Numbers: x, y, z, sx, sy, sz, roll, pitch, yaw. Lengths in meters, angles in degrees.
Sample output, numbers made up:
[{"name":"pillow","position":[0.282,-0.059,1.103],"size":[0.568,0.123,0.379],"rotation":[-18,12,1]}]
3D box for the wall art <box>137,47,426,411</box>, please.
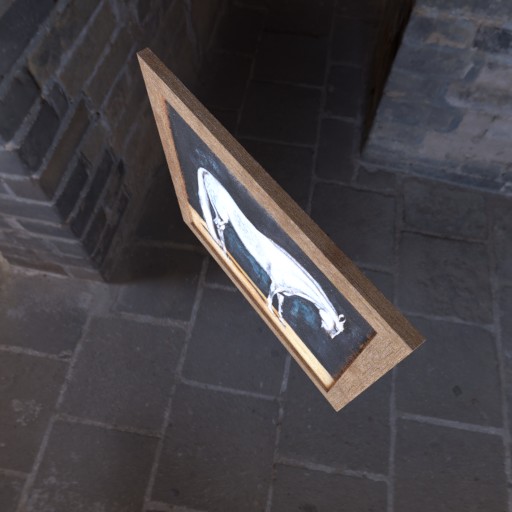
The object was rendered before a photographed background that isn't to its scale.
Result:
[{"name":"wall art","position":[0.000,0.000,0.952],"size":[0.026,0.588,0.690],"rotation":[-34,68,-16]}]
